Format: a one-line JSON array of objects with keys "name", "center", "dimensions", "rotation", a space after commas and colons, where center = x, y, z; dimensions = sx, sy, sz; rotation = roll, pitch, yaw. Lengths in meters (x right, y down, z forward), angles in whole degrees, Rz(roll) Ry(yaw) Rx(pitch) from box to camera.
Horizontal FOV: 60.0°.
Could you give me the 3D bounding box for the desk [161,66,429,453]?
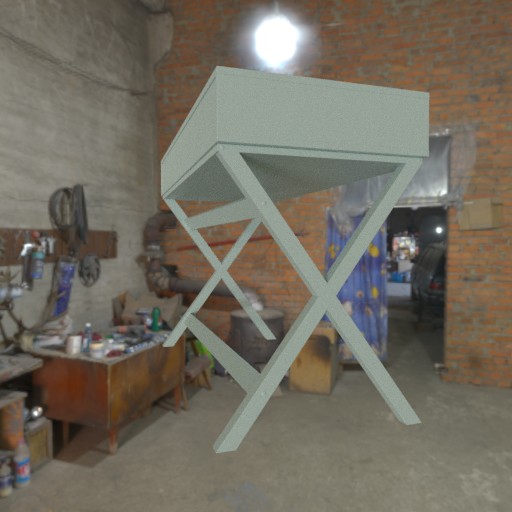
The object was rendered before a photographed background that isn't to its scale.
[{"name": "desk", "center": [0.000, 0.000, 1.463], "dimensions": [0.509, 0.780, 1.059], "rotation": [0, 2, -18]}]
